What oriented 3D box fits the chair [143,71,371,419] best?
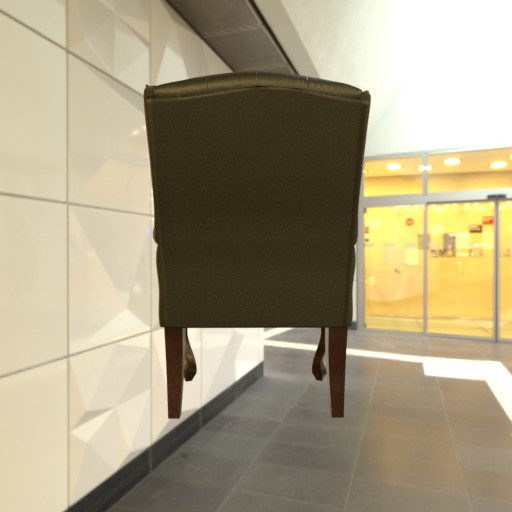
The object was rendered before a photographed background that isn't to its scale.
[{"bbox_3d":[0.000,0.000,1.698,0.831,1.133,0.822,0,0,-1],"label":"chair"}]
